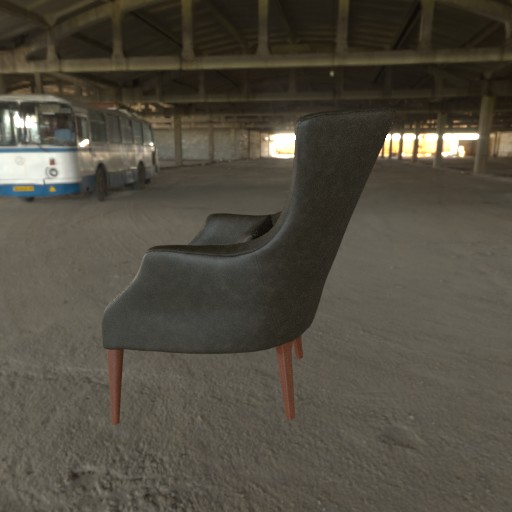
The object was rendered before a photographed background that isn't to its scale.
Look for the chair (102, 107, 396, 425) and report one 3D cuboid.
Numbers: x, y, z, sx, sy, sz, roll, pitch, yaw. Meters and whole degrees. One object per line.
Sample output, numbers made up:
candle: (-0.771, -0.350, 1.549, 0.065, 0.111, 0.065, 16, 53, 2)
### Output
chair: (0.000, 0.000, 1.716, 0.954, 1.068, 0.819, 2, 14, 9)
